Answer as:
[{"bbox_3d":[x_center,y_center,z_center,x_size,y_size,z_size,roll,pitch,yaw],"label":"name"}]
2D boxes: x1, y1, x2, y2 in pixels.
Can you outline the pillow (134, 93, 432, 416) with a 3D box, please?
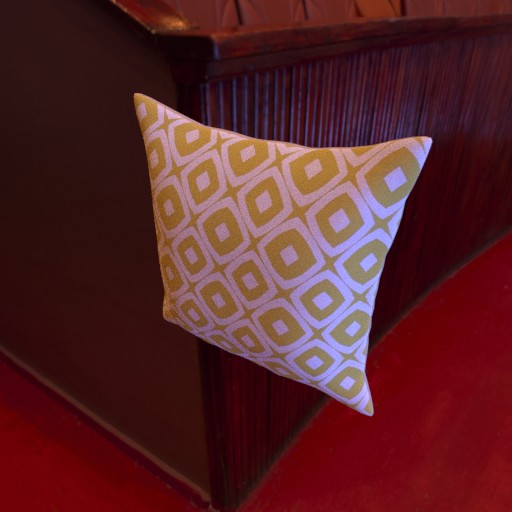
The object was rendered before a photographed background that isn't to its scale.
[{"bbox_3d":[0.000,0.000,0.773,0.504,0.494,0.188,19,36,28],"label":"pillow"}]
